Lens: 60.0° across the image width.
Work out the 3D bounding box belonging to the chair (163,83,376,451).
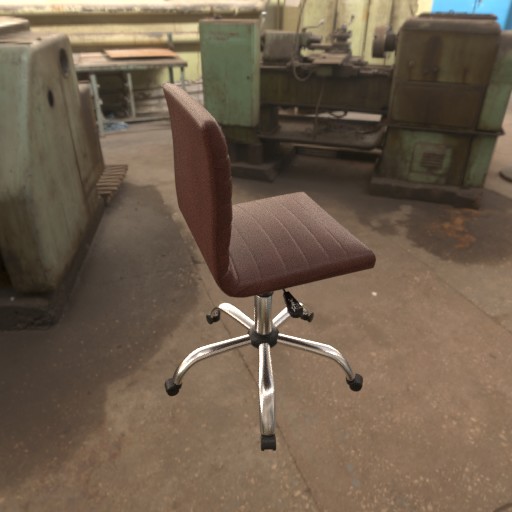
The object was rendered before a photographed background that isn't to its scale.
[{"bbox_3d":[0.000,0.000,1.107,0.530,0.780,0.556,-10,32,-17],"label":"chair"}]
